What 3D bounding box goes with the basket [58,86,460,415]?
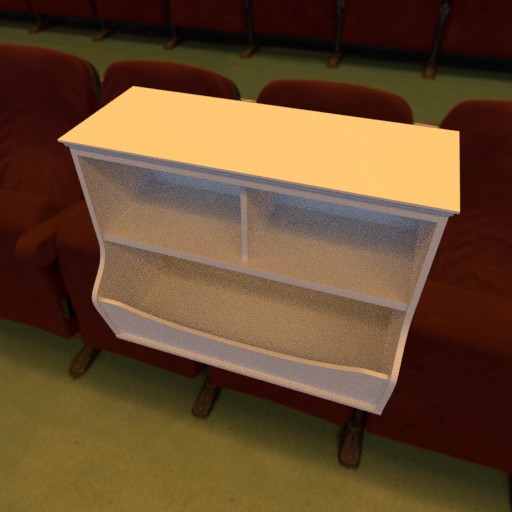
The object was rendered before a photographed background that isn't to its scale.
[{"bbox_3d":[0.000,0.000,1.120,0.792,0.625,0.376,13,43,14],"label":"basket"}]
